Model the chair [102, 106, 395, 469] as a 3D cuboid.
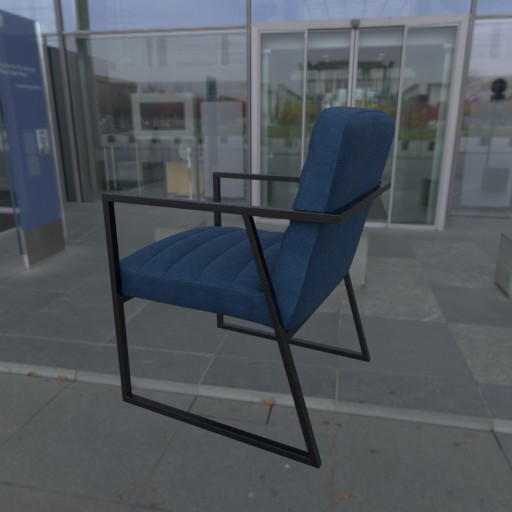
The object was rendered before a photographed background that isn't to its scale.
[{"bbox_3d":[0.000,0.000,1.319,0.677,0.833,0.571,8,19,25],"label":"chair"}]
